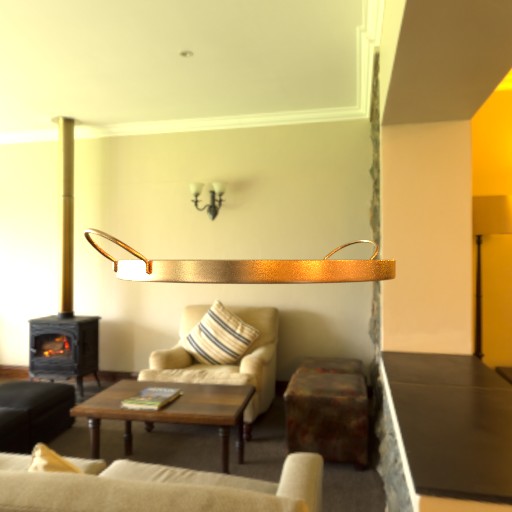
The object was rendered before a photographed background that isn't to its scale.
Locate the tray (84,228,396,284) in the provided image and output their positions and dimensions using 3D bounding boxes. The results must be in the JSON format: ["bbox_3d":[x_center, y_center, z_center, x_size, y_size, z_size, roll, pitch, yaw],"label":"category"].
[{"bbox_3d":[0.000,0.000,0.729,0.543,0.069,0.438,0,-1,-37],"label":"tray"}]
